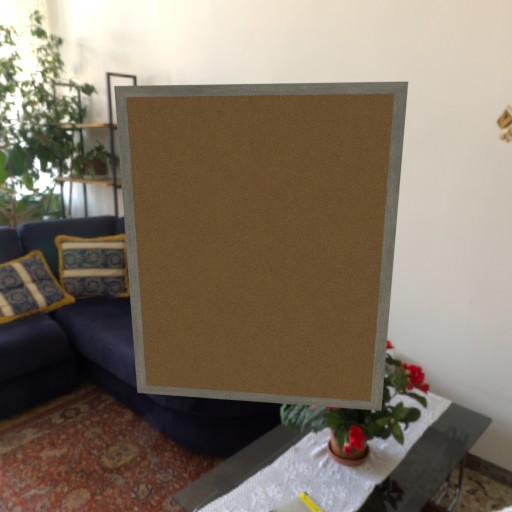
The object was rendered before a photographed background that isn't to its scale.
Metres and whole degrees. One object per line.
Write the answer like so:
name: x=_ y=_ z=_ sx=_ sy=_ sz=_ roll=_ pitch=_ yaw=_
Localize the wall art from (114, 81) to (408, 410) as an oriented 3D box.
wall art: x=0.000 y=0.000 z=0.802 sx=0.479 sy=0.582 sz=0.022 roll=2 pitch=15 yaw=7
